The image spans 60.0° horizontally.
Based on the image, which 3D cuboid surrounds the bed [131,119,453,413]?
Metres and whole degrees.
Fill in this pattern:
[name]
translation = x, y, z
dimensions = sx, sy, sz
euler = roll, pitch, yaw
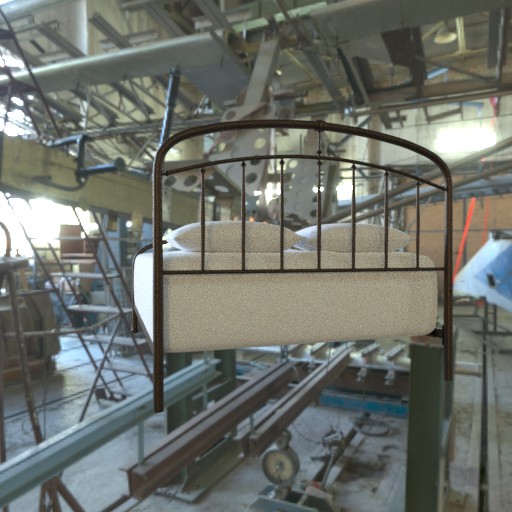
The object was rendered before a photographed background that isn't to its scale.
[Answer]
[bed]
translation = 0.000, 0.000, 3.312
dimensions = 1.711, 1.425, 2.180
euler = 0, 0, -18
